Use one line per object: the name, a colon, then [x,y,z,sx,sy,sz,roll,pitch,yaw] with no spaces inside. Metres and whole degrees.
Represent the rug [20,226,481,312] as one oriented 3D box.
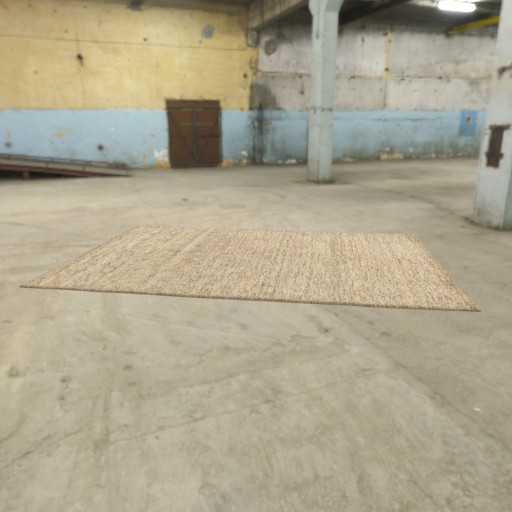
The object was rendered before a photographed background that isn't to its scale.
rug: [0.000,0.000,2.301,1.822,0.018,1.211,2,16,8]
